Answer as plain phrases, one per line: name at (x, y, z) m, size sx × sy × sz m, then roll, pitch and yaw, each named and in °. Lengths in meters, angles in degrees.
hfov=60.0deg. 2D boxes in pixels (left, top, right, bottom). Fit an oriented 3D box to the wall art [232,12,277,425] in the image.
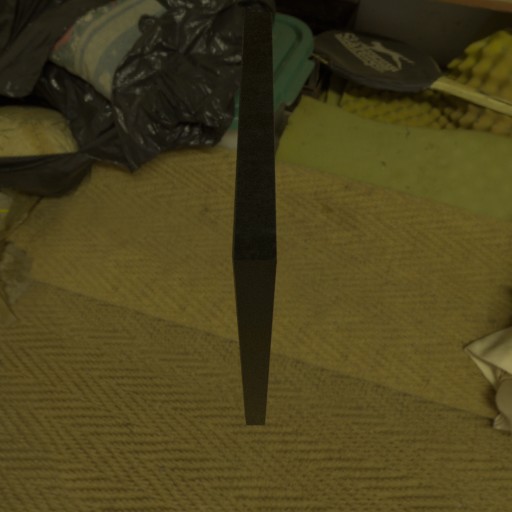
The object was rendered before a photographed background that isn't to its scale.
wall art at (0.000, 0.000, 0.570) m, size 0.031 × 0.457 × 0.313 m, roll 0°, pitch 56°, yaw 0°
